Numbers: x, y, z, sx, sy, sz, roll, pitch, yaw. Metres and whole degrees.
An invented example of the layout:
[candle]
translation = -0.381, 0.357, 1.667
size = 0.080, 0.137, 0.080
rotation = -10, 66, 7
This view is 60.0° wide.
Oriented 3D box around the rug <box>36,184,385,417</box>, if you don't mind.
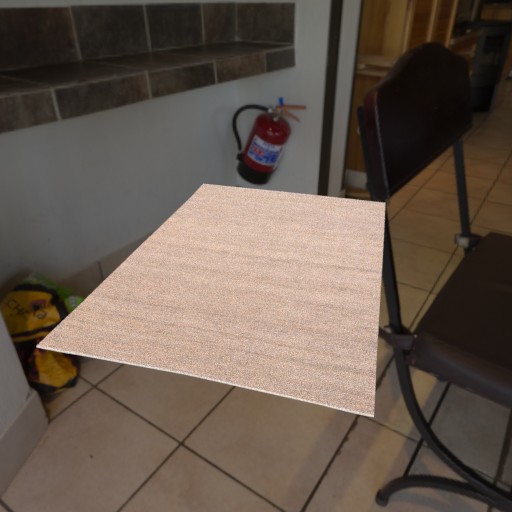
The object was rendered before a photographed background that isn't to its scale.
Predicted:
[rug]
translation = 0.000, 0.000, 2.932
size = 1.624, 0.030, 2.264
rotation = 8, 31, 13
